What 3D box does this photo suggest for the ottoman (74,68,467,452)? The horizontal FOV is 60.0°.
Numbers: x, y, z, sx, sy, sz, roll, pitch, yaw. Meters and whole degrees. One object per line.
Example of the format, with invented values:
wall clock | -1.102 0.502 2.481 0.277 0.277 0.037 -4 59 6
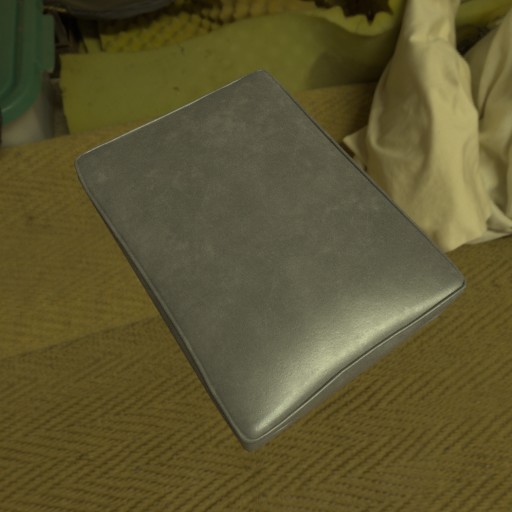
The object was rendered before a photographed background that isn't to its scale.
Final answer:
ottoman | 0.000 0.000 1.123 0.554 0.445 0.756 -31 68 -14
